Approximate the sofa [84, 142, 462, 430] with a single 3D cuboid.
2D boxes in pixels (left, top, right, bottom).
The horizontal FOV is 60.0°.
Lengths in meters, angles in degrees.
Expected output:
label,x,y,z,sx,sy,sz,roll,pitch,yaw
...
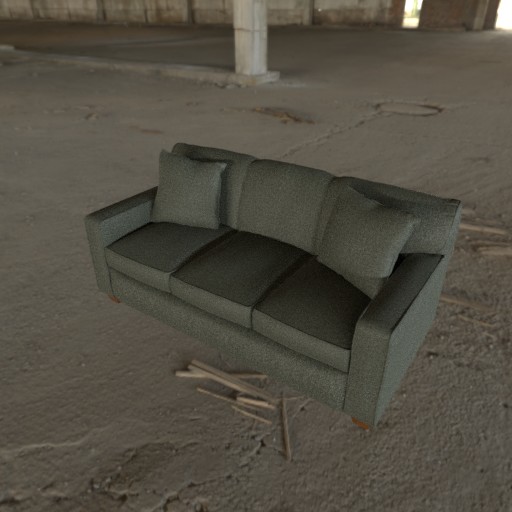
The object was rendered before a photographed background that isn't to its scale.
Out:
label,x,y,z,sx,sy,sz,roll,pitch,yaw
sofa,0.000,0.000,2.689,2.024,0.958,0.997,19,35,30
